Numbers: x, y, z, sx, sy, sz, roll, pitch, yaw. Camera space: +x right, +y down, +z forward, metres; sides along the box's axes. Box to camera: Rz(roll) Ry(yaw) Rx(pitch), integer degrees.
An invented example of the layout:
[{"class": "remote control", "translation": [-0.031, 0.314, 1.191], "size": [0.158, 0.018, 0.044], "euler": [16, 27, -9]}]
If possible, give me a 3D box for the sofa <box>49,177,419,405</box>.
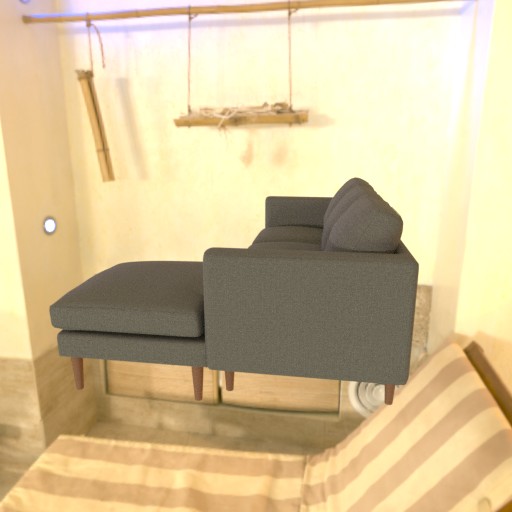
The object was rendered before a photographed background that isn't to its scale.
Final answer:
[{"class": "sofa", "translation": [0.000, 0.000, 2.834], "size": [1.591, 0.897, 2.031], "euler": [2, 14, 9]}]
